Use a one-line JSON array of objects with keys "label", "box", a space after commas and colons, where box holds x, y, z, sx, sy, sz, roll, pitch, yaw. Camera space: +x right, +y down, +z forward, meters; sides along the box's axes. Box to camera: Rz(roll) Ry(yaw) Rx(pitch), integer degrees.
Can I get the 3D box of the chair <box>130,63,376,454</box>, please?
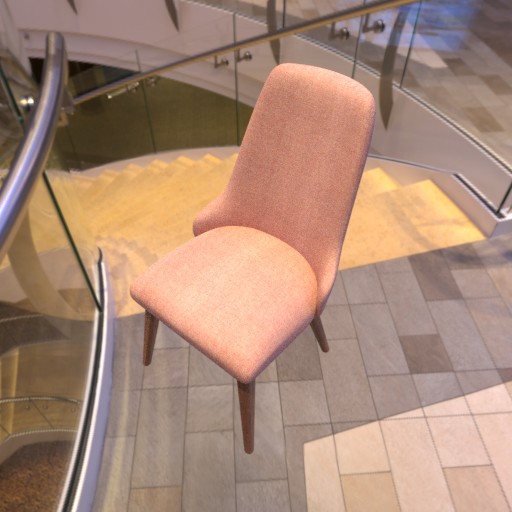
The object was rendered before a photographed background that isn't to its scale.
[{"label": "chair", "box": [0.000, 0.000, 1.374, 0.535, 0.918, 0.707, 31, 54, 27]}]
